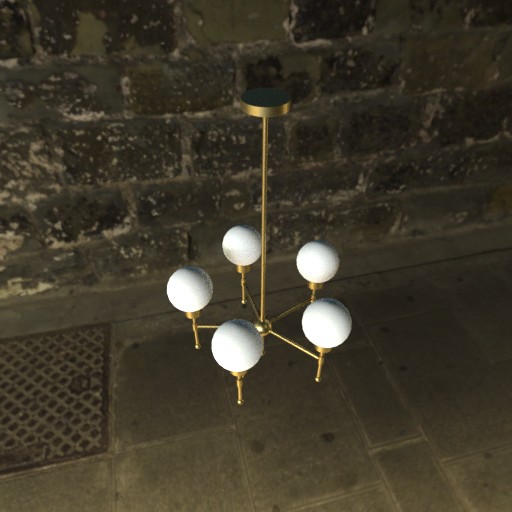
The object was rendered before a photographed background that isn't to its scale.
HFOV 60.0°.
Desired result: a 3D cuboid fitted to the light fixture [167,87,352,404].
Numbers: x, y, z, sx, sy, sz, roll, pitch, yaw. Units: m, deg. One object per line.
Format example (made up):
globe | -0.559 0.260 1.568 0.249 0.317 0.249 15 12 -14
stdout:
light fixture | 0.000 0.000 1.838 0.785 1.331 0.815 0 41 0
